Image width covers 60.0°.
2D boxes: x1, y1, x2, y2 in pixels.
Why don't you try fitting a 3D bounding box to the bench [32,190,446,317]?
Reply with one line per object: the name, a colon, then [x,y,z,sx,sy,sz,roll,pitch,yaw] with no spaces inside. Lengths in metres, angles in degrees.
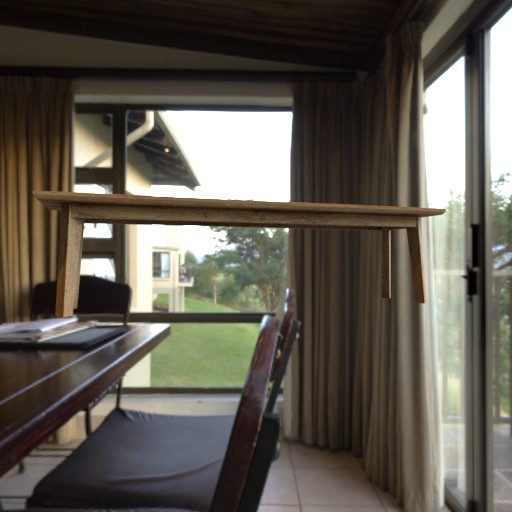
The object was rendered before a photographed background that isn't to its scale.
bench: [0.000,0.000,1.921,1.698,0.431,0.378,0,0,-19]
